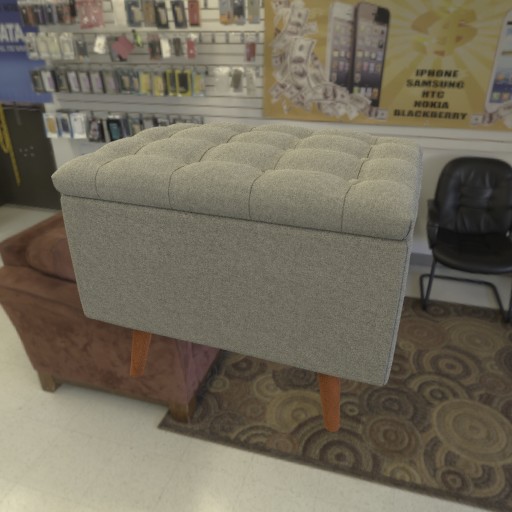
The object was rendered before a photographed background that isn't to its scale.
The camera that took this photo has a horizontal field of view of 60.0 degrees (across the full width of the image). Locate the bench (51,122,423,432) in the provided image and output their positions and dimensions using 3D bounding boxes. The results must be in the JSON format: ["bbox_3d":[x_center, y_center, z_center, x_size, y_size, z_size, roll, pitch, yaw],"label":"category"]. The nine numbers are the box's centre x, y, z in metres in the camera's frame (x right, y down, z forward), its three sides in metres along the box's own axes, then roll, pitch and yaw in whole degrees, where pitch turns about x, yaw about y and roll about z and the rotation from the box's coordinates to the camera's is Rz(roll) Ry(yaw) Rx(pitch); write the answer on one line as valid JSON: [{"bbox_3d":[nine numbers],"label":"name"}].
[{"bbox_3d":[0.000,0.000,0.891,0.572,0.469,0.417,9,28,18],"label":"bench"}]
